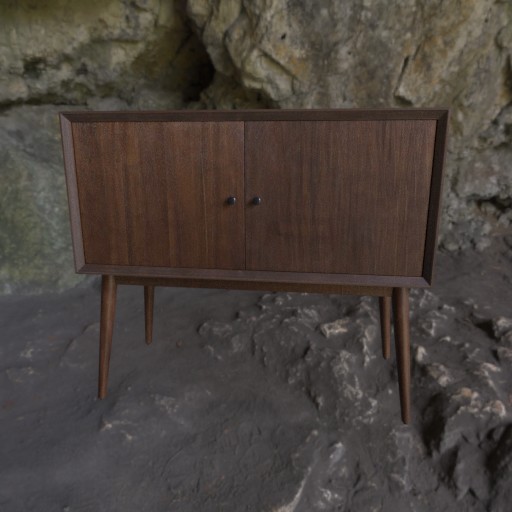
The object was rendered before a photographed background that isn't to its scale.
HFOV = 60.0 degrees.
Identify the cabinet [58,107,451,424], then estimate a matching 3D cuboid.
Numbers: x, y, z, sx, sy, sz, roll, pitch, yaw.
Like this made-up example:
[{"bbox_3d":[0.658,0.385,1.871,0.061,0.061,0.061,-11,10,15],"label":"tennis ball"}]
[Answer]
[{"bbox_3d":[0.000,0.000,1.078,0.743,0.654,0.354,2,14,8],"label":"cabinet"}]
